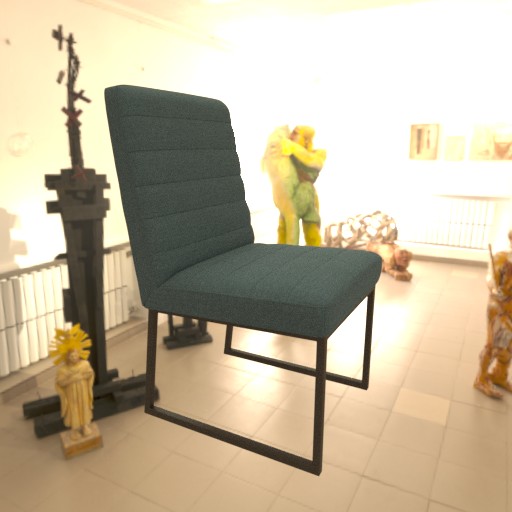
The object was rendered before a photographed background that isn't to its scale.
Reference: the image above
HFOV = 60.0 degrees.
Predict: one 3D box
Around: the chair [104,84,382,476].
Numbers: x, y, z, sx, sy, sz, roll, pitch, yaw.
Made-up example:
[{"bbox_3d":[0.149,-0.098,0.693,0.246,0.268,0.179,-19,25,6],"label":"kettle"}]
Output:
[{"bbox_3d":[0.000,0.000,1.296,0.634,0.930,0.520,7,16,27],"label":"chair"}]
